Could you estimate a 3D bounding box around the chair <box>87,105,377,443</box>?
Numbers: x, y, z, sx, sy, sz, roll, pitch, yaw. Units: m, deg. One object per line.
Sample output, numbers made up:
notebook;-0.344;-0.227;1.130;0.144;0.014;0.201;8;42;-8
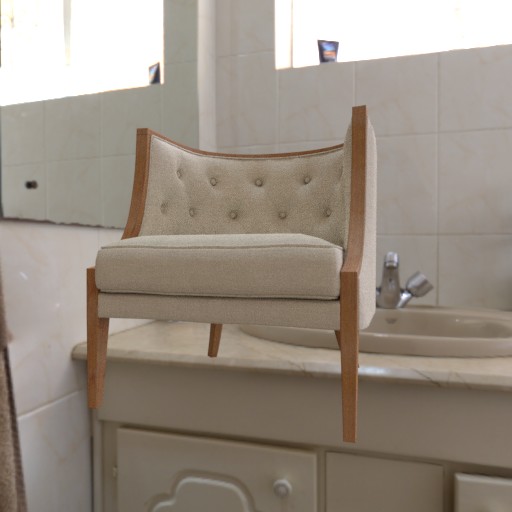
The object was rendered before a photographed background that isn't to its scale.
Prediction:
chair;0.000;0.000;1.365;0.711;0.775;0.757;0;0;18
